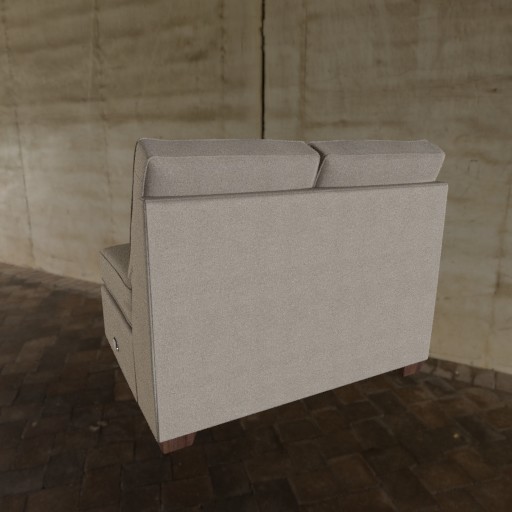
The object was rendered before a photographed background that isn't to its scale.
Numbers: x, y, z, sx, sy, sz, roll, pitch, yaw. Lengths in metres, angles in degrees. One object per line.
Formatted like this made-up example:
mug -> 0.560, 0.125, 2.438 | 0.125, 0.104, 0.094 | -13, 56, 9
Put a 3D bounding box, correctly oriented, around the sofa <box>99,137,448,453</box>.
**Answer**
sofa -> 0.000, 0.000, 1.978 | 1.232, 1.006, 0.978 | -7, 16, -27
